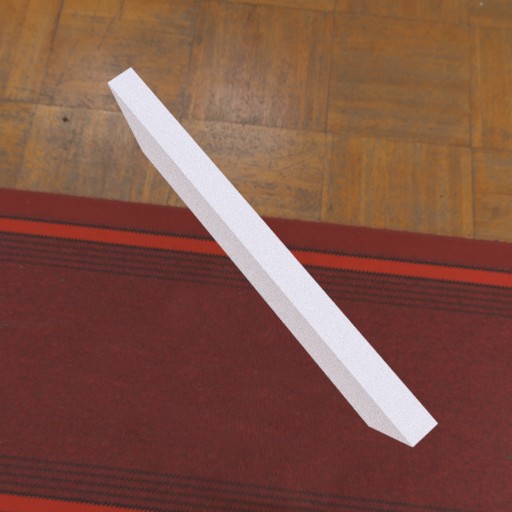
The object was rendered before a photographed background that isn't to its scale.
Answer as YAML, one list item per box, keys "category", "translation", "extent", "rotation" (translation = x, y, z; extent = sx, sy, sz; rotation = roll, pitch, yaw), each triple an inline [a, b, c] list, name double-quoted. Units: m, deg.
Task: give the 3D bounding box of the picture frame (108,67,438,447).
- category: "picture frame"
  translation: [0.000, 0.000, 0.821]
  extent: [0.050, 0.250, 0.759]
  rotation: [-38, 78, -9]
